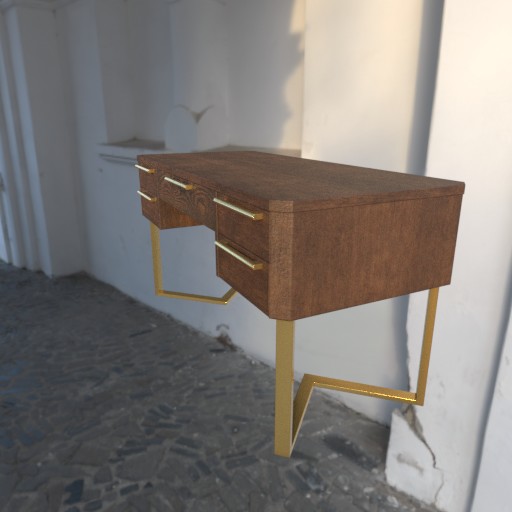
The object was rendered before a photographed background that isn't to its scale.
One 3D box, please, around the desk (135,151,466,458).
[{"bbox_3d":[0.000,0.000,1.890,0.684,0.762,1.479,-9,19,-25],"label":"desk"}]
